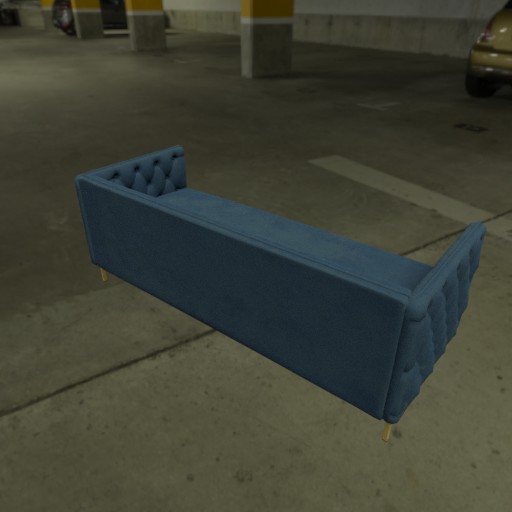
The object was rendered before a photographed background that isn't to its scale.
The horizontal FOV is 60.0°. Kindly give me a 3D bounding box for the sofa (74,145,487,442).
[{"bbox_3d":[0.000,0.000,2.597,2.209,0.771,0.895,22,36,33],"label":"sofa"}]
